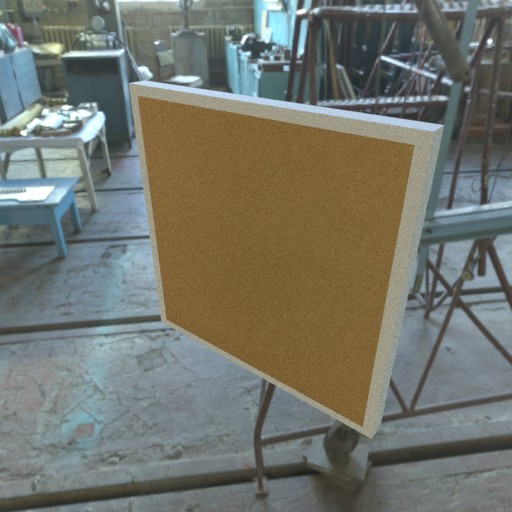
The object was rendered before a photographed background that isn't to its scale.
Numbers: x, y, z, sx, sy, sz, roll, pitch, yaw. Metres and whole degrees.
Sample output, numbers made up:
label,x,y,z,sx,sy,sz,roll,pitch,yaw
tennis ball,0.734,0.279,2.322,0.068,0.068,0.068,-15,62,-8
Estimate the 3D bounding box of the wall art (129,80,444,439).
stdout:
label,x,y,z,sx,sy,sz,roll,pitch,yaw
wall art,0.000,0.000,0.750,0.508,0.507,0.035,21,36,31
